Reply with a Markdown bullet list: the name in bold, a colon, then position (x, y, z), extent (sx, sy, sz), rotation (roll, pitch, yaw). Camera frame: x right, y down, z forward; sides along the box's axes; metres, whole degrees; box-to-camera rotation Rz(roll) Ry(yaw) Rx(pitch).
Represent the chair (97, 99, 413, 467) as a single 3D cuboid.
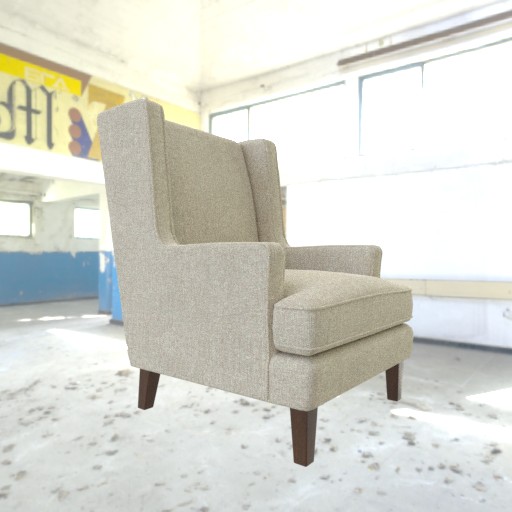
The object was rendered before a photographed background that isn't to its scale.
- **chair**: position (0.000, 0.000, 1.673), extent (0.948, 1.082, 0.764), rotation (0, 1, 38)
